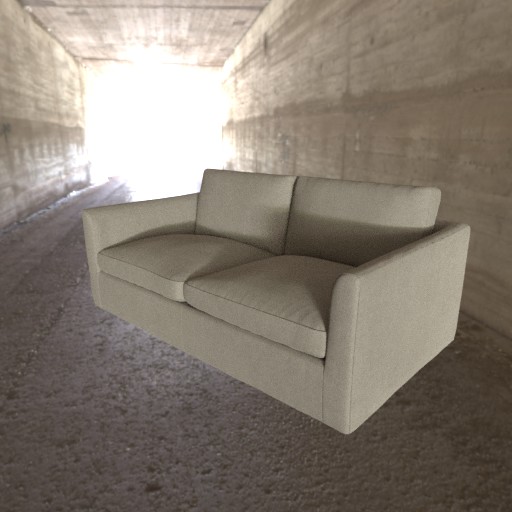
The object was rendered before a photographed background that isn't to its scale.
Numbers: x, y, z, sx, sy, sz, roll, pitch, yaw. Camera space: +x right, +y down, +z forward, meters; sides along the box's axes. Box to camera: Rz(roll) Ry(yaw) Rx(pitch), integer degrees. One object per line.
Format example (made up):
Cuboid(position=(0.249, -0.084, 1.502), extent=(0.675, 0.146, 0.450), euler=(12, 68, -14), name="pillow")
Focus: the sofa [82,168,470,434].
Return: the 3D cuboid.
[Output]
Cuboid(position=(0.000, 0.000, 2.478), extent=(1.905, 0.839, 1.091), euler=(14, 21, 41), name="sofa")
